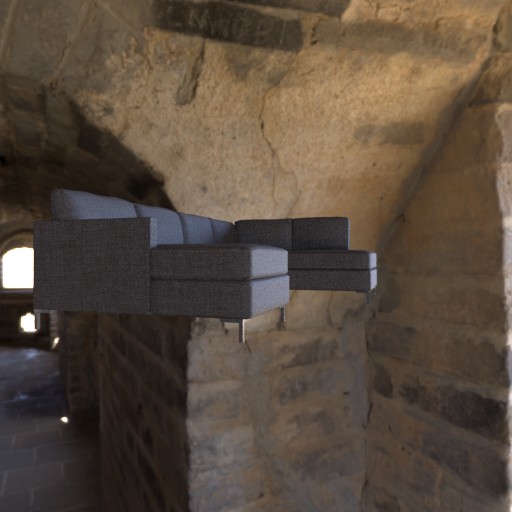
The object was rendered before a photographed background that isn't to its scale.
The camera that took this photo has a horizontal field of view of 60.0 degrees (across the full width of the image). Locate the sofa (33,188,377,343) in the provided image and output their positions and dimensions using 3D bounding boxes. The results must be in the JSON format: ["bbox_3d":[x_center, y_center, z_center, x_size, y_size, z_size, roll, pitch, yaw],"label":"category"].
[{"bbox_3d":[0.000,0.000,4.240,2.048,0.999,3.423,0,0,18],"label":"sofa"}]
